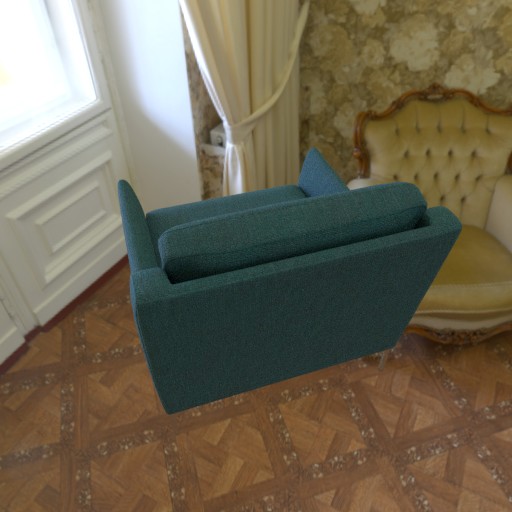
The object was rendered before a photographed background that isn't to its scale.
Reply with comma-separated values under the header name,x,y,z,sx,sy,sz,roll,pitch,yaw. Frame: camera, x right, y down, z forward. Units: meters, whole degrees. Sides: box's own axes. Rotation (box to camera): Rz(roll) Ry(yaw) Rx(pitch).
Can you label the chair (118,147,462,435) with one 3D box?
name,x,y,z,sx,sy,sz,roll,pitch,yaw
chair,0.000,0.000,1.529,0.847,0.828,0.849,-13,43,-14
